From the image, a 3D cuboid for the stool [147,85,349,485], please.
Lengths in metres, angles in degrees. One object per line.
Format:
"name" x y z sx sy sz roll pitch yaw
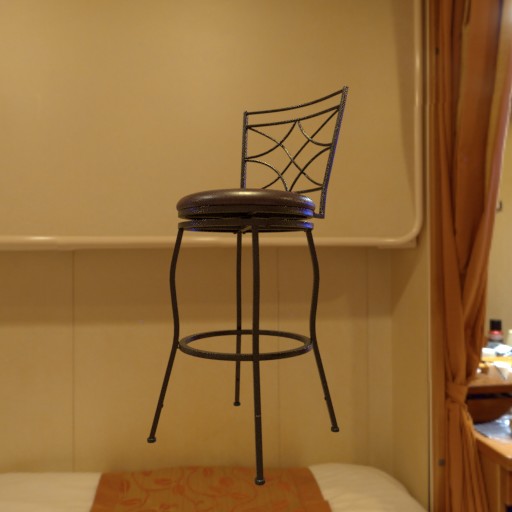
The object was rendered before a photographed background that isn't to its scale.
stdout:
"stool" 0.000 0.000 1.415 0.434 1.117 0.534 0 0 37
